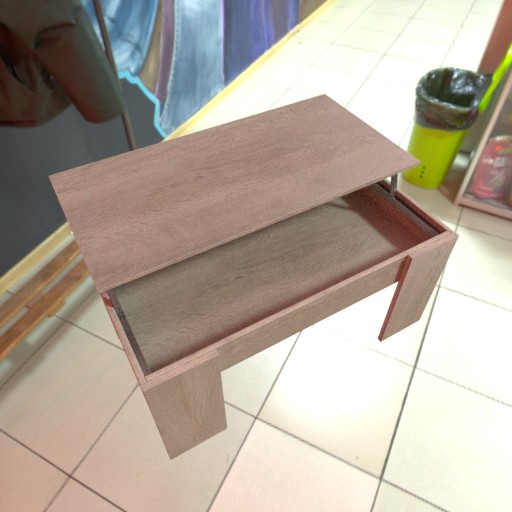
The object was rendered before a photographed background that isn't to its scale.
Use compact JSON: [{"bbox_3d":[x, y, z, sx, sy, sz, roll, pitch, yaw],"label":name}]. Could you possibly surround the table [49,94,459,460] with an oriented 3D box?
[{"bbox_3d":[0.000,0.000,1.472,1.000,0.570,0.711,-23,51,-20],"label":"table"}]
